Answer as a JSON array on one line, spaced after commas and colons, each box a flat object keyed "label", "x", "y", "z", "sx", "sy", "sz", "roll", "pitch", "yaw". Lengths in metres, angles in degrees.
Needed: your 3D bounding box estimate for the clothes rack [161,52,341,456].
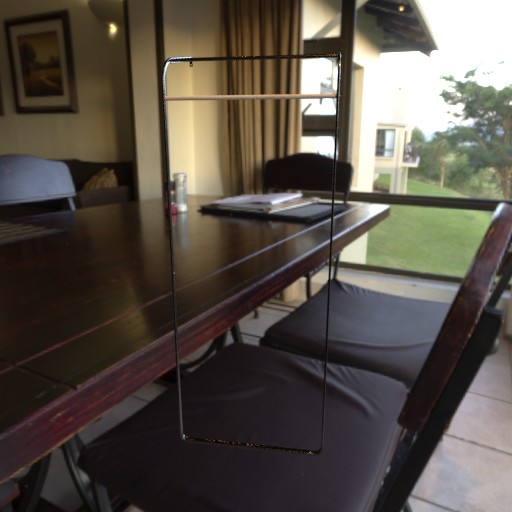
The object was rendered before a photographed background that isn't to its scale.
[{"label": "clothes rack", "x": 0.000, "y": 0.000, "z": 1.807, "sx": 0.609, "sy": 1.574, "sz": 0.349, "roll": 2, "pitch": 15, "yaw": 9}]
